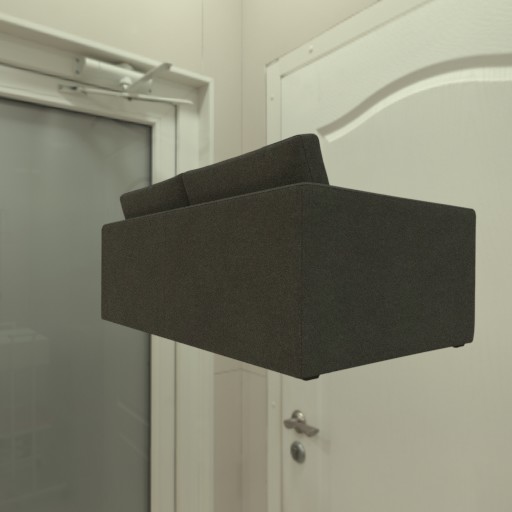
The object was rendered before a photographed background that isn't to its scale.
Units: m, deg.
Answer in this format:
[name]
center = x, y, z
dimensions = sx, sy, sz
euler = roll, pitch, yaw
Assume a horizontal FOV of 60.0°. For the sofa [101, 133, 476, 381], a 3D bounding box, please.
[sofa]
center = 0.000, 0.000, 2.443
dimensions = 1.091, 0.845, 1.909
euler = 1, -1, -37
